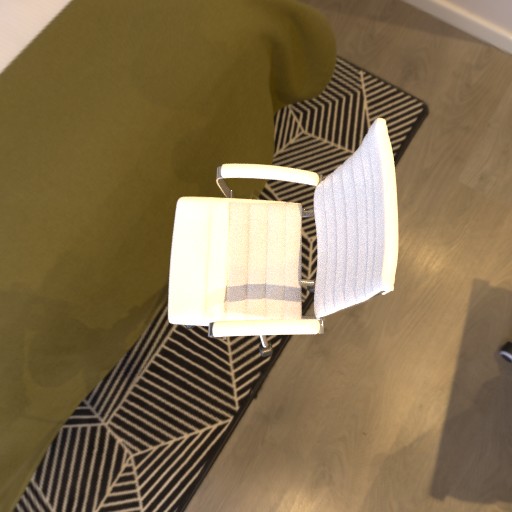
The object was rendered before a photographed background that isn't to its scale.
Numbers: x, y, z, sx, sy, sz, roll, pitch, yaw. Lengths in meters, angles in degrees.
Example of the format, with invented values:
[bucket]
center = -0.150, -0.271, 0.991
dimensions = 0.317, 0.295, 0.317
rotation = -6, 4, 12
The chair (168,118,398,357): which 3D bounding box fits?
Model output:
[chair]
center = 0.000, 0.000, 1.591
dimensions = 0.679, 1.149, 0.679
rotation = 2, 76, 0
